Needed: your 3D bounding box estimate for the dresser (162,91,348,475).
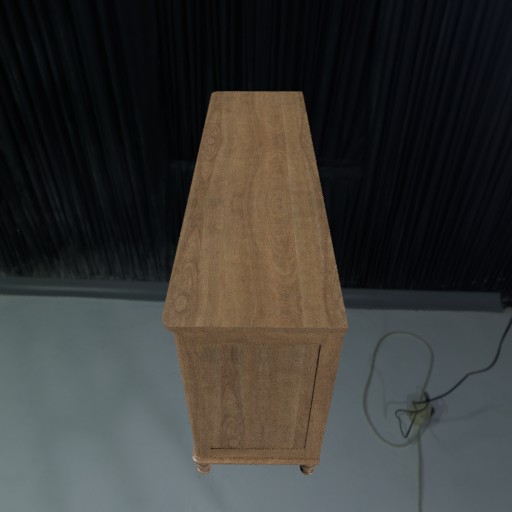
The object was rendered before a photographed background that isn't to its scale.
[{"bbox_3d":[0.000,0.000,1.988,0.468,0.892,1.583,0,41,0],"label":"dresser"}]
